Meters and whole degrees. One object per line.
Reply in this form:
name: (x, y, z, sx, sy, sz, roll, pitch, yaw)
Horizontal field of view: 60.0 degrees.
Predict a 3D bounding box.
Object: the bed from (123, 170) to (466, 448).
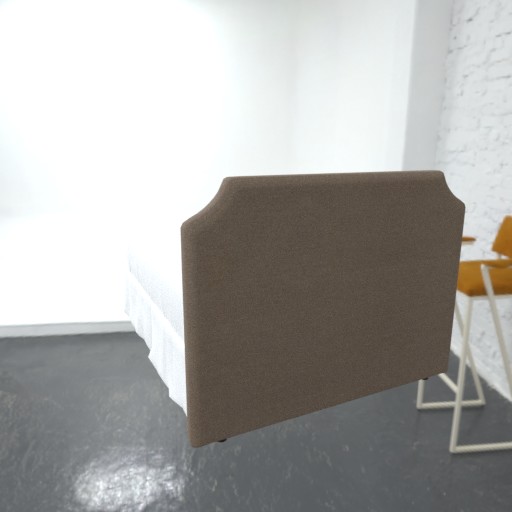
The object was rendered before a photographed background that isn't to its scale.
bed: (0.000, 0.000, 3.208, 1.693, 1.290, 2.116, -7, 15, -25)
